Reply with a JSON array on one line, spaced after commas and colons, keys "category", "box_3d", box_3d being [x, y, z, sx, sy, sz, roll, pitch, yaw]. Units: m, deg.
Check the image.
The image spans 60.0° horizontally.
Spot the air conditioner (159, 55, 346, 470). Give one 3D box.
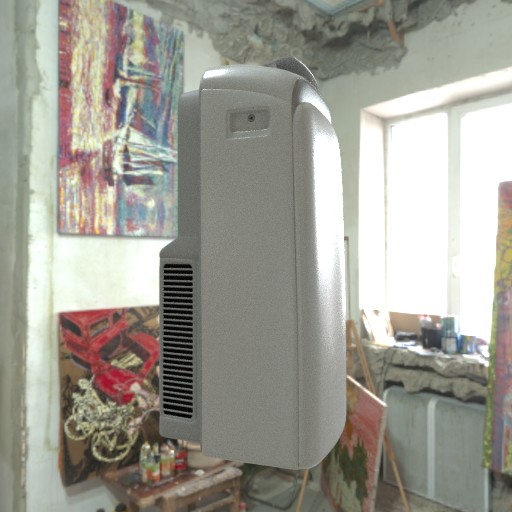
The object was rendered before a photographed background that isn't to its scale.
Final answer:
[{"category": "air conditioner", "box_3d": [0.000, 0.000, 1.045, 0.414, 0.786, 0.449, 0, 0, 17]}]
